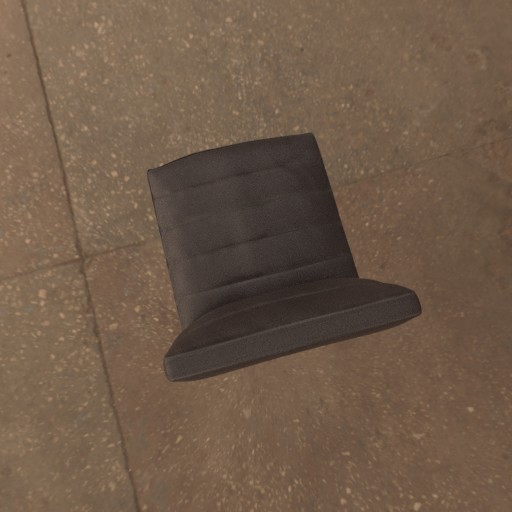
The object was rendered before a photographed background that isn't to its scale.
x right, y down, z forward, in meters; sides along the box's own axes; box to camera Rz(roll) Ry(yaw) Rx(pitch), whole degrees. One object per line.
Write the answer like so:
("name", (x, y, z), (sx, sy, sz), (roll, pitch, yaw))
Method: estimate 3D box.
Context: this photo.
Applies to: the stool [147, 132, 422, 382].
("stool", (0.000, 0.000, 1.229), (0.463, 0.946, 0.562), (-14, 77, -3))
